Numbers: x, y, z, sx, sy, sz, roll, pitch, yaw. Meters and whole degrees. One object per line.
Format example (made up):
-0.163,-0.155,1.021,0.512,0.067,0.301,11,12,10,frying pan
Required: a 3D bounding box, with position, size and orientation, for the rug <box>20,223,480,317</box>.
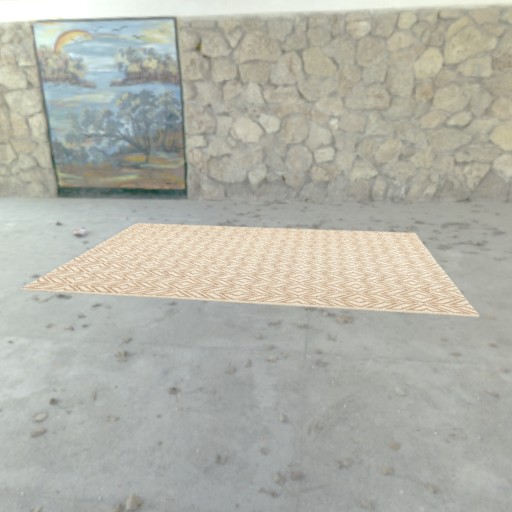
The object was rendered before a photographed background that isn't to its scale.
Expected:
0.000,0.000,2.314,1.828,0.007,1.220,3,18,8,rug
